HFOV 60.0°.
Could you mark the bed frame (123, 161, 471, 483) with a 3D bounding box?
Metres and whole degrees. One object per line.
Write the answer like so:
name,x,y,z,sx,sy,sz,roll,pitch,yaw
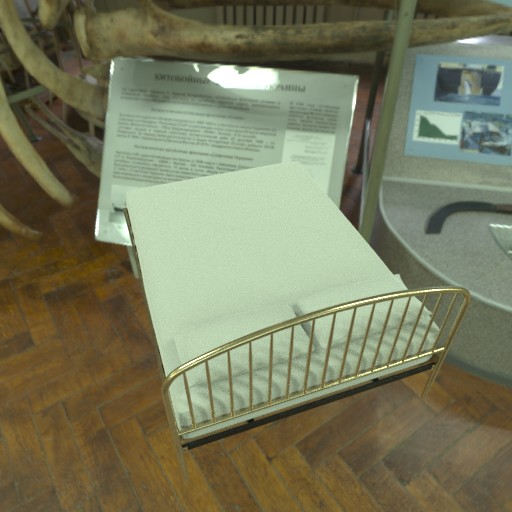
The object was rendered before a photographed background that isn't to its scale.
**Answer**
bed frame,0.000,0.000,3.070,1.612,1.175,2.152,-13,43,-14
